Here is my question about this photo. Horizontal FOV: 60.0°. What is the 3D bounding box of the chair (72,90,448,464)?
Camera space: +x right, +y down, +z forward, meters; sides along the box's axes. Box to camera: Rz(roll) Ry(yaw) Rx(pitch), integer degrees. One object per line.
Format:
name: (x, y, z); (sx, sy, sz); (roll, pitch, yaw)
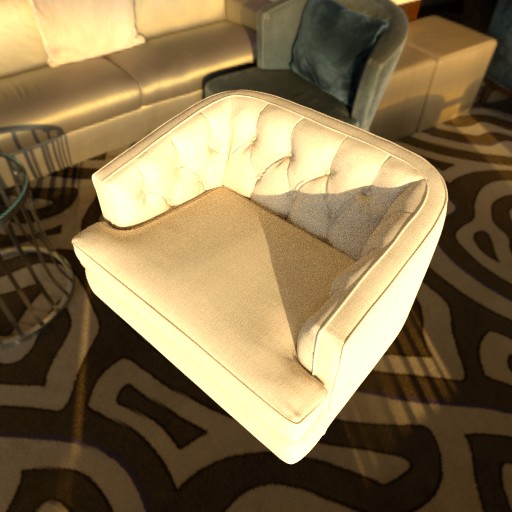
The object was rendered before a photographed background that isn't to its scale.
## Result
chair: (0.000, 0.000, 1.689); (1.118, 0.787, 0.914); (33, 54, 27)
